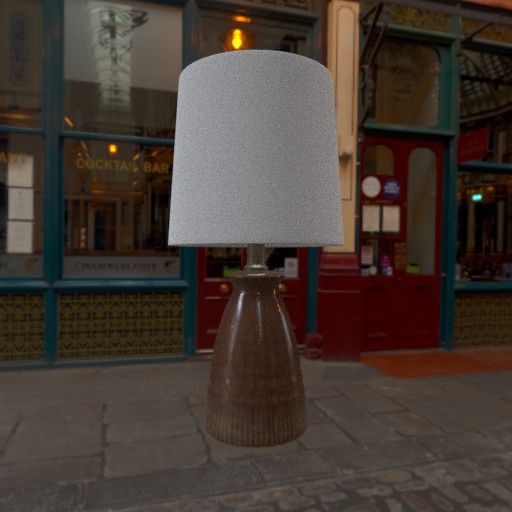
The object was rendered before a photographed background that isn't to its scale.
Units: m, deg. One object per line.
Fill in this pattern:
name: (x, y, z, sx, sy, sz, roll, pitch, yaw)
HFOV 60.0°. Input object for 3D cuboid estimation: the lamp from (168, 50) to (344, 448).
lamp: (0.000, 0.000, 0.479, 0.186, 0.369, 0.186, 0, 0, 0)
